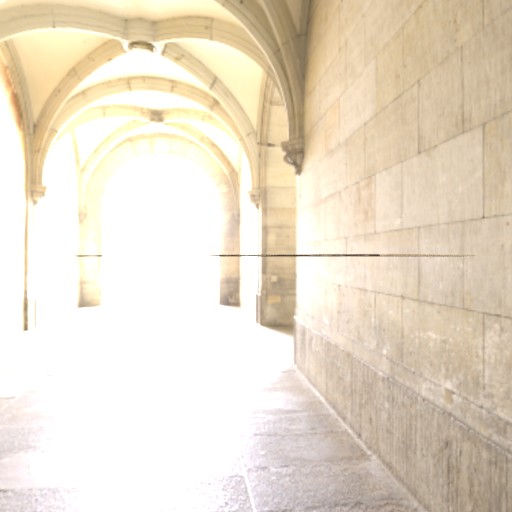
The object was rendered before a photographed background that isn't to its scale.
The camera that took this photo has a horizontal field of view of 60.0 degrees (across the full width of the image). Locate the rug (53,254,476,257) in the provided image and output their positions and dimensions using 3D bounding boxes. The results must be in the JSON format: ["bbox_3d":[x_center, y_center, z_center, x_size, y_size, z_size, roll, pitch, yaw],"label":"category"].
[{"bbox_3d":[0.000,0.000,2.988,2.440,0.010,1.529,0,0,36],"label":"rug"}]
